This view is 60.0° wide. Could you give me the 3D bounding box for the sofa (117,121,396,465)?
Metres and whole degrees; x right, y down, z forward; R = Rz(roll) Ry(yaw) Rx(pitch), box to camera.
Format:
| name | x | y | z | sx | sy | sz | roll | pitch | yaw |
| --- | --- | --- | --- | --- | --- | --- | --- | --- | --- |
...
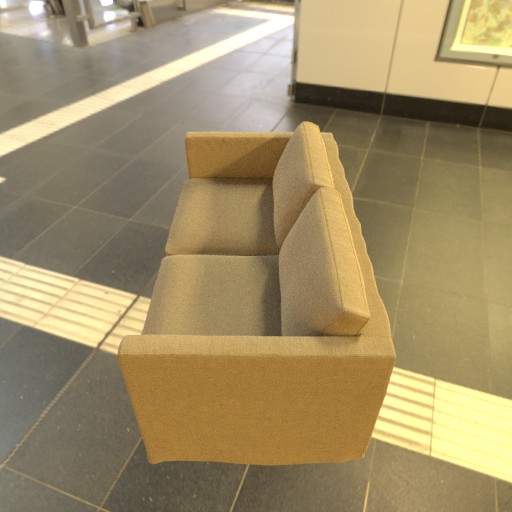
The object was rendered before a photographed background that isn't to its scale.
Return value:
| name | x | y | z | sx | sy | sz | roll | pitch | yaw |
| --- | --- | --- | --- | --- | --- | --- | --- | --- | --- |
| sofa | 0.000 | 0.000 | 2.278 | 0.956 | 0.828 | 1.766 | 0 | 39 | 0 |
